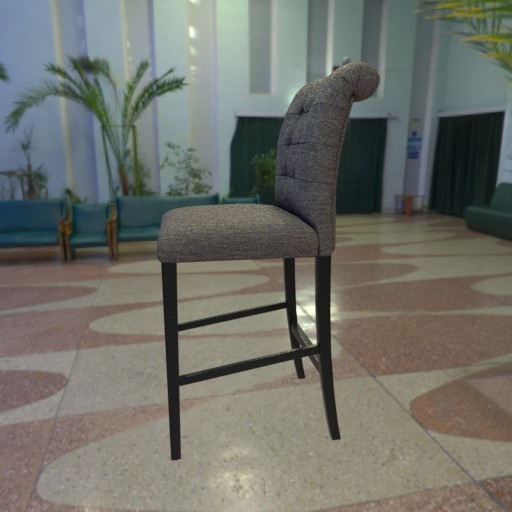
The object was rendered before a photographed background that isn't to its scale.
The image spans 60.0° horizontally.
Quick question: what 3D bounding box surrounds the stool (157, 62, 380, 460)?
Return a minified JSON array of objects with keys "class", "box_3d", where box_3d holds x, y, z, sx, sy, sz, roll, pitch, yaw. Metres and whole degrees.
[{"class":"stool","box_3d":[0.000,0.000,1.446,0.613,1.131,0.452,-2,13,-10]}]
